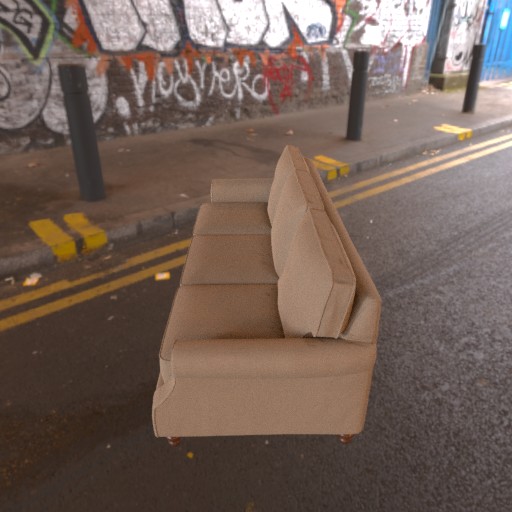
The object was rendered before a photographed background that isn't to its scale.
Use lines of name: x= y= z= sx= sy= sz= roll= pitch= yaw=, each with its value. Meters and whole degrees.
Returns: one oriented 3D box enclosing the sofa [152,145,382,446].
sofa: x=0.000 y=0.000 z=2.807 sx=0.966 sy=0.948 sz=2.354 roll=0 pitch=27 yaw=-1
